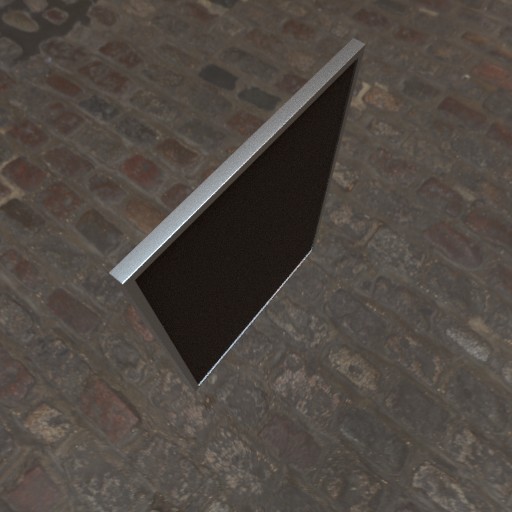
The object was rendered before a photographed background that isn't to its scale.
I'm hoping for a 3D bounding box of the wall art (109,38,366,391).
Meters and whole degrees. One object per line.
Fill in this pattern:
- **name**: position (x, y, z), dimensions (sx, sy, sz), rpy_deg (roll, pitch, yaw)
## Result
- **wall art**: position (0.000, 0.000, 1.400), dimensions (0.037, 1.062, 0.801), rpy_deg (35, 68, 16)
